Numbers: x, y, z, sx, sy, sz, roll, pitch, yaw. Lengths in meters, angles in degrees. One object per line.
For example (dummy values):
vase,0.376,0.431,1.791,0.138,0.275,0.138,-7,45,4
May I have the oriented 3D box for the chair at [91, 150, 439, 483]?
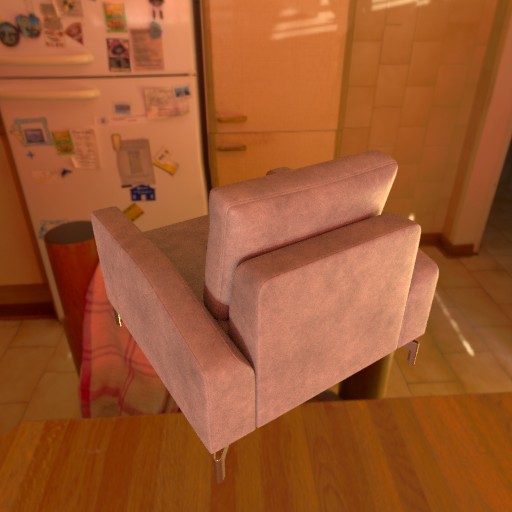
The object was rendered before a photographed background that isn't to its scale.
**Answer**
chair,0.000,0.000,1.589,0.900,0.800,0.900,-19,35,-29
